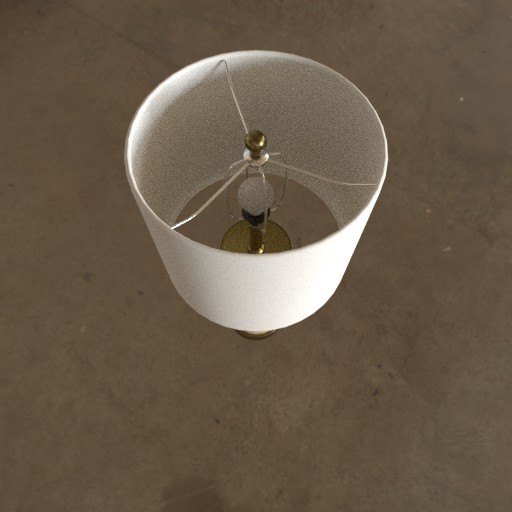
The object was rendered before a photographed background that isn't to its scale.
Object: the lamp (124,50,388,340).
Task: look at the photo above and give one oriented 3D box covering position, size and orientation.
[{"bbox_3d":[0.000,0.000,0.790,0.305,0.634,0.305,-16,65,-8],"label":"lamp"}]
